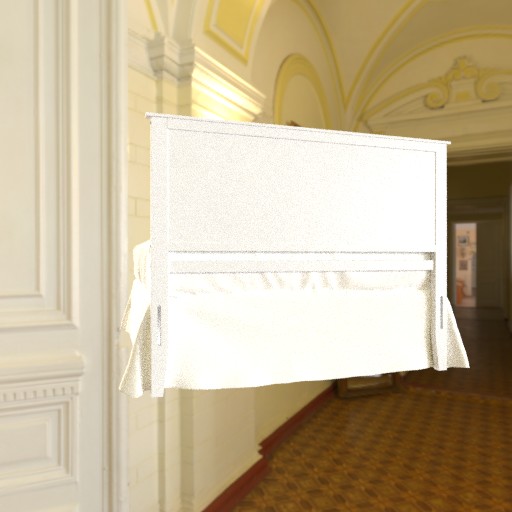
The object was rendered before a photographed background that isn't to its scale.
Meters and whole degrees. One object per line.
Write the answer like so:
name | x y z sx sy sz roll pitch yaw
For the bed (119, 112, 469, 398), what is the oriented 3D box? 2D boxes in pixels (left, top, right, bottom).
bed | 0.000 0.000 3.143 1.876 1.269 2.047 0 0 -18
